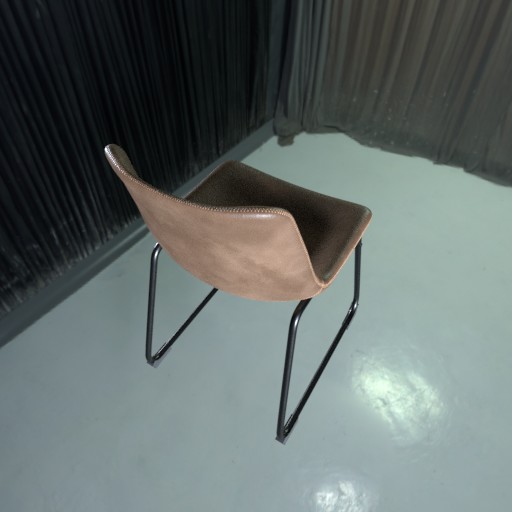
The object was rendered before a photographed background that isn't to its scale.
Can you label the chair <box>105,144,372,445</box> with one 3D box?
[{"bbox_3d":[0.000,0.000,1.104,0.460,0.780,0.551,24,51,21],"label":"chair"}]
